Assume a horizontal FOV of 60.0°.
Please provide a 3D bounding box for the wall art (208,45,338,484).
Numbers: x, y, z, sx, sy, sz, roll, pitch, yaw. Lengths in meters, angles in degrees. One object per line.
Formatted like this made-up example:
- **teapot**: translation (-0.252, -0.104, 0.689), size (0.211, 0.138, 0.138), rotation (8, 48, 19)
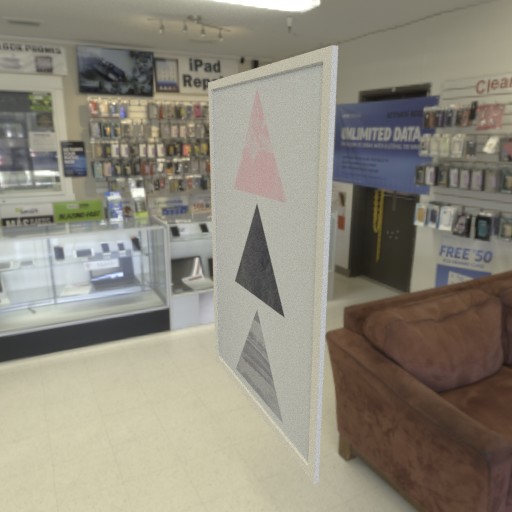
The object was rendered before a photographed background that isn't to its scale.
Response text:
- **wall art**: translation (0.000, 0.000, 1.200), size (0.013, 0.940, 0.659), rotation (-7, 17, -24)
